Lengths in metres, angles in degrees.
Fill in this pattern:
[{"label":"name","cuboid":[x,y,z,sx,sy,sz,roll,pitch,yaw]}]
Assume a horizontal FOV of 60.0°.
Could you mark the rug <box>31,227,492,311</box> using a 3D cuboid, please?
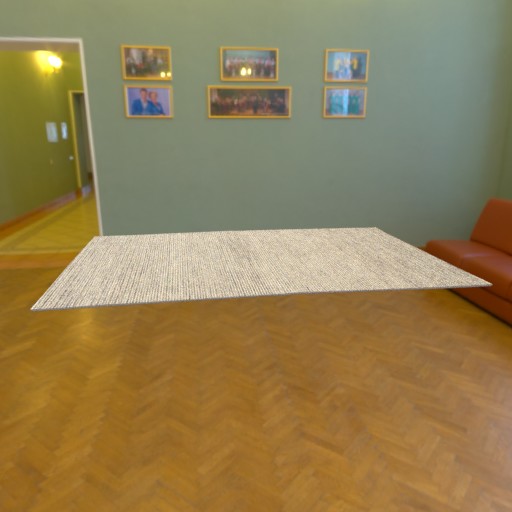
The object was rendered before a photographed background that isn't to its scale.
[{"label":"rug","cuboid":[0.000,0.000,2.253,1.804,0.022,1.162,-2,16,-8]}]
